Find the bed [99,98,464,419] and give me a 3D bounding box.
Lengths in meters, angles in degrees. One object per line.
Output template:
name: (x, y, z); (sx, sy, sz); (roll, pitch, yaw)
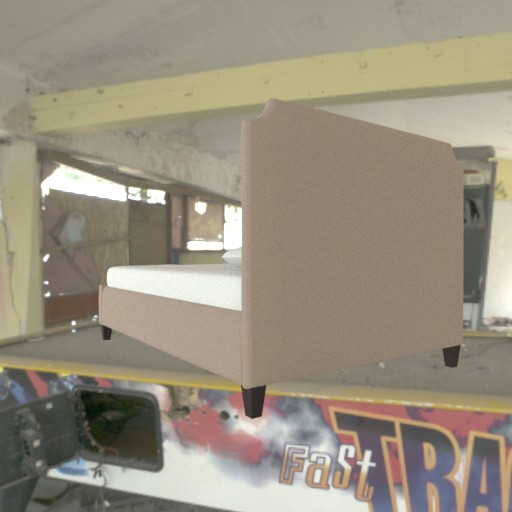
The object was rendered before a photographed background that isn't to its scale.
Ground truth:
bed: (0.000, 0.000, 3.351); (1.713, 1.443, 2.372); (0, 0, -35)
